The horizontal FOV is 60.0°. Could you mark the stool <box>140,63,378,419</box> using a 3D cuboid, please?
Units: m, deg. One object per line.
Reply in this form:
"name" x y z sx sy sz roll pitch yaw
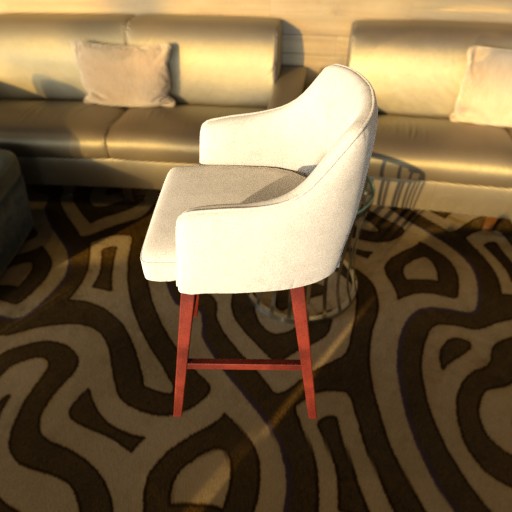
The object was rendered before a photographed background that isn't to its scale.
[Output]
"stool" 0.000 0.000 1.332 0.558 1.012 0.548 1 40 1
